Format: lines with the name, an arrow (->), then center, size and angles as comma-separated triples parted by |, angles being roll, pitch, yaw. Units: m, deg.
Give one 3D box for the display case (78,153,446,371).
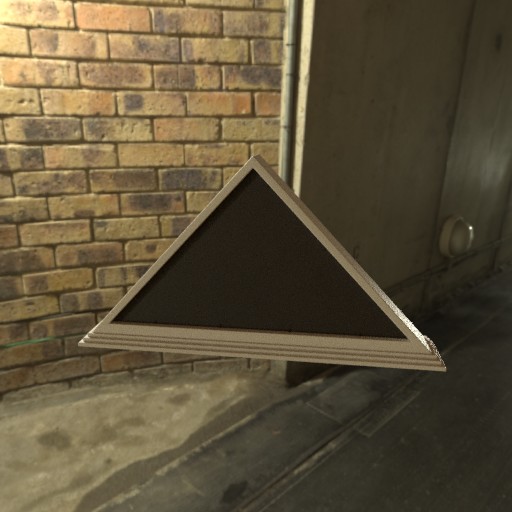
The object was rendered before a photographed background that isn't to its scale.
display case -> 0.000, 0.000, 0.763 | 0.640, 0.340, 0.095 | 2, 16, 7
